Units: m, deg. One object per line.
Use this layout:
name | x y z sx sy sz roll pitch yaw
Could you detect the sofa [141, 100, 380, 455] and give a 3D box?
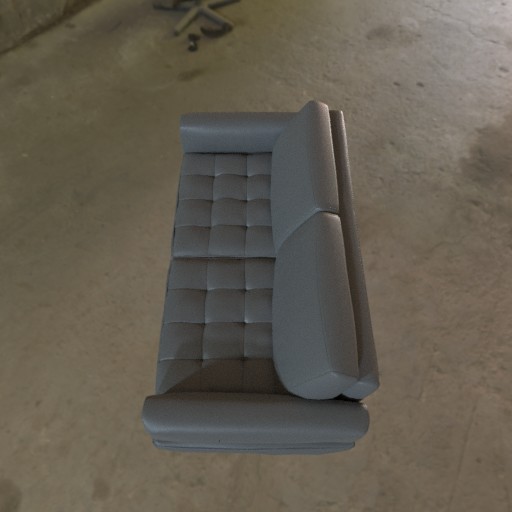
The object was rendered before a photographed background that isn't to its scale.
sofa | 0.000 0.000 2.700 1.121 0.930 2.177 0 59 0
